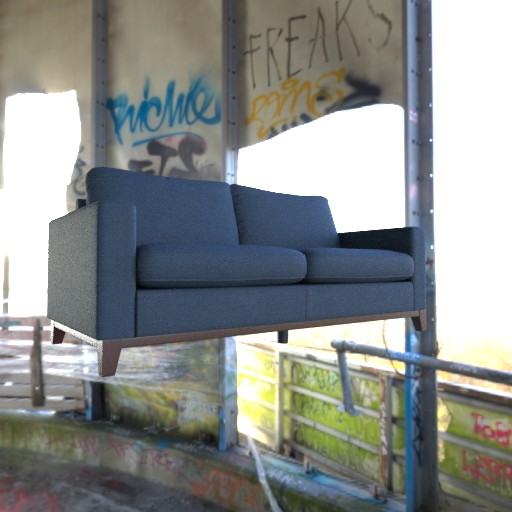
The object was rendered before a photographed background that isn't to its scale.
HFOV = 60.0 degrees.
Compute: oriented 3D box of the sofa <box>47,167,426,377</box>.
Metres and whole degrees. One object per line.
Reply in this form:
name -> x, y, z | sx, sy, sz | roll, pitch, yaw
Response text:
sofa -> 0.000, 0.000, 2.375 | 1.900, 0.865, 0.877 | 1, -2, -36
